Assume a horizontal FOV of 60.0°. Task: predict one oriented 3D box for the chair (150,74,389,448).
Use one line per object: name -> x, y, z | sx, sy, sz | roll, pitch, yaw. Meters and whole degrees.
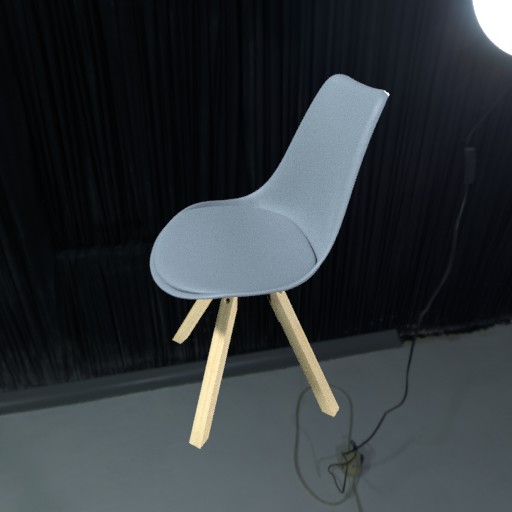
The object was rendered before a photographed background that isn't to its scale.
chair -> 0.000, 0.000, 1.178 | 0.549, 0.850, 0.485 | -8, 32, -13
